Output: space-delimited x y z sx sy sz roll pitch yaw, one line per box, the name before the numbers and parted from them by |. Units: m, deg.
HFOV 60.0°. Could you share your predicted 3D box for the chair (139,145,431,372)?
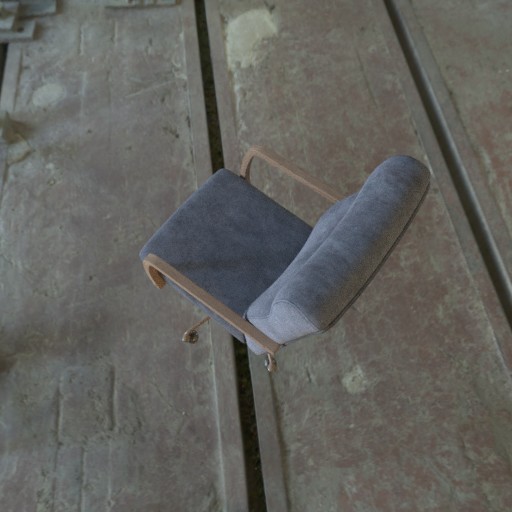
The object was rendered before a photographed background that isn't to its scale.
chair | 0.000 0.000 1.498 0.741 1.029 0.640 34 69 15
